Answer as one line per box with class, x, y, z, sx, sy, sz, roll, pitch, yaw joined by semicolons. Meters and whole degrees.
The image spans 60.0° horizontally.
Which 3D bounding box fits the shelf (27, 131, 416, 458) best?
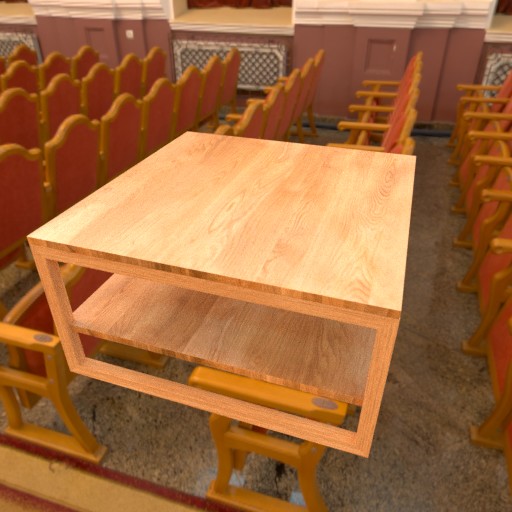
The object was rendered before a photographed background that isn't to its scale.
shelf;0.000;0.000;1.466;0.899;0.480;0.899;10;34;16
